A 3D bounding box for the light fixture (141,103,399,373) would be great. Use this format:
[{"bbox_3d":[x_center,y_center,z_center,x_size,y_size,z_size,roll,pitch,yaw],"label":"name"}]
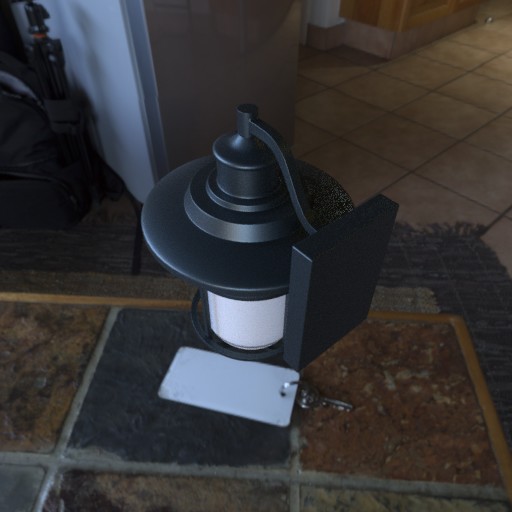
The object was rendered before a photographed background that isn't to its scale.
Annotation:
[{"bbox_3d":[0.000,0.000,0.502,0.222,0.345,0.252,-30,52,-27],"label":"light fixture"}]
